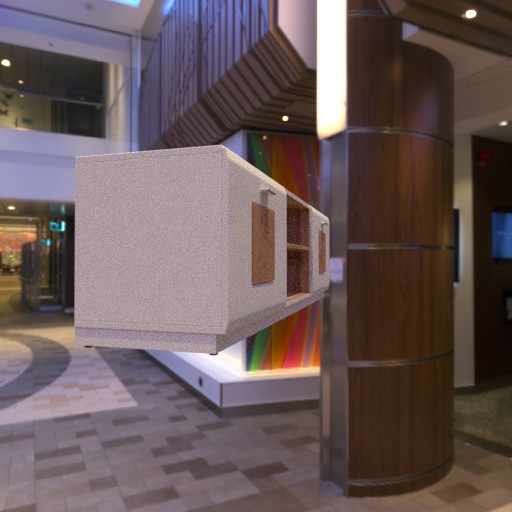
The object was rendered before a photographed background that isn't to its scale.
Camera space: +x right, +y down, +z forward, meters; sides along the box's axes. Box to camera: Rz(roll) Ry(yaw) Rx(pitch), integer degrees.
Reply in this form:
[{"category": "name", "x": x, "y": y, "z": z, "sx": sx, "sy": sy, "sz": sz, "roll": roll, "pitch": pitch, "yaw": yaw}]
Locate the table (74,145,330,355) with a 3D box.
[{"category": "table", "x": 0.000, "y": 0.000, "z": 1.704, "sx": 0.400, "sy": 0.440, "sz": 1.550, "roll": 0, "pitch": -1, "yaw": 17}]
